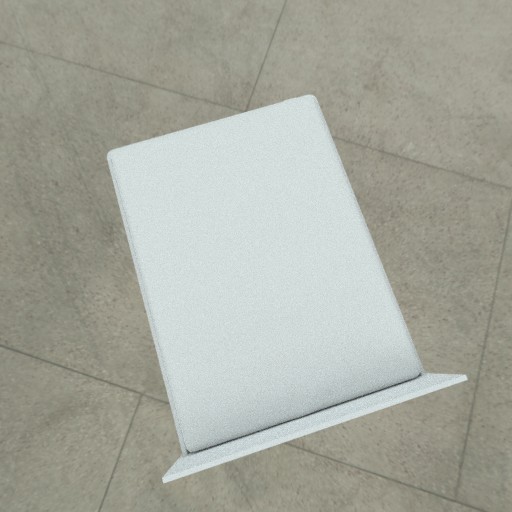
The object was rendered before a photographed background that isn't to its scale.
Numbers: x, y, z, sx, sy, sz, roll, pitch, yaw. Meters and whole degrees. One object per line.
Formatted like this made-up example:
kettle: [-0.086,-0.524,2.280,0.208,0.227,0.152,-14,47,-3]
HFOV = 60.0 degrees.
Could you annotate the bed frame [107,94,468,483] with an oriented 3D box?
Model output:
bed frame: [0.000,0.000,2.661,1.490,0.800,1.950,-17,77,-4]
